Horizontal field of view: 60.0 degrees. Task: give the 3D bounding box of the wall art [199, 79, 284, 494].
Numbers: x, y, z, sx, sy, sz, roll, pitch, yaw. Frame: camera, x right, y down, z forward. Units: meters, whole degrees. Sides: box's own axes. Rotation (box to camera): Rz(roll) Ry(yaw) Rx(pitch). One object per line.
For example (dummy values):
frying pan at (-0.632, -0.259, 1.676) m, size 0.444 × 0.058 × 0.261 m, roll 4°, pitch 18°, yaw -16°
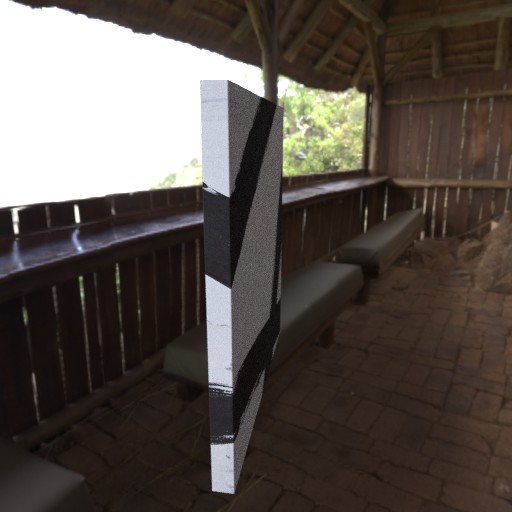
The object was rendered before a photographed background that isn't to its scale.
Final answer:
wall art at (0.000, 0.000, 1.139) m, size 0.046 × 0.765 × 0.765 m, roll 3°, pitch 16°, yaw 9°
